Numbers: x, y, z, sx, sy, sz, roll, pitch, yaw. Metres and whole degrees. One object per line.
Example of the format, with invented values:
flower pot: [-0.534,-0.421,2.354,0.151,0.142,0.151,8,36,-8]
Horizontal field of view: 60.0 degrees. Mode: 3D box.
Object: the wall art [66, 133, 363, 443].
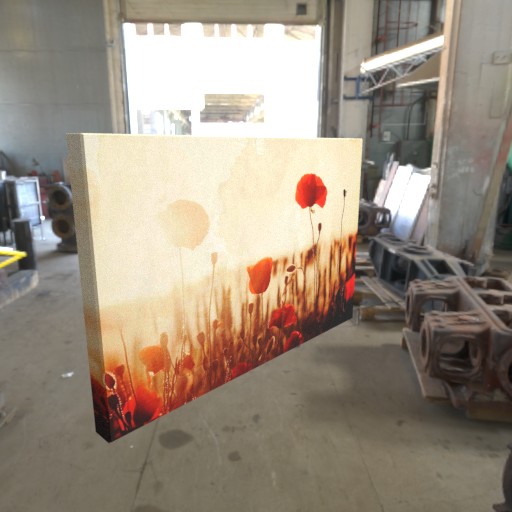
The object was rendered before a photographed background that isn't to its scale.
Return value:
wall art: [0.000,0.000,0.774,0.040,0.402,0.613,13,19,42]
